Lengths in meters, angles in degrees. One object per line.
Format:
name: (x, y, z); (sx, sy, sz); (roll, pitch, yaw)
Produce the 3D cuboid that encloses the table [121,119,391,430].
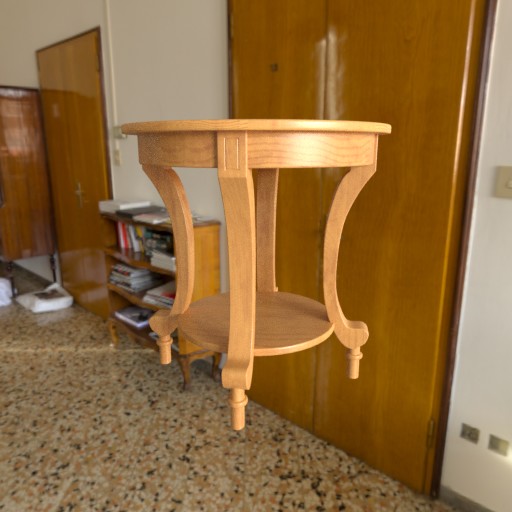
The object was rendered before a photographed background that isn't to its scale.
table: (0.000, 0.000, 1.093); (0.597, 0.612, 0.597); (0, 14, 0)
